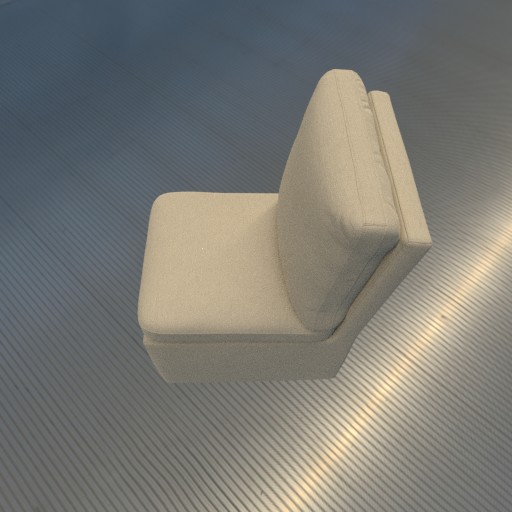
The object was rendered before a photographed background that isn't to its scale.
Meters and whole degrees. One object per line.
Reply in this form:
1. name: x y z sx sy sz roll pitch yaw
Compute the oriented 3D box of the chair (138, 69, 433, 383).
1. chair: 0.000 0.000 1.322 0.698 0.927 0.503 -1 57 -1
